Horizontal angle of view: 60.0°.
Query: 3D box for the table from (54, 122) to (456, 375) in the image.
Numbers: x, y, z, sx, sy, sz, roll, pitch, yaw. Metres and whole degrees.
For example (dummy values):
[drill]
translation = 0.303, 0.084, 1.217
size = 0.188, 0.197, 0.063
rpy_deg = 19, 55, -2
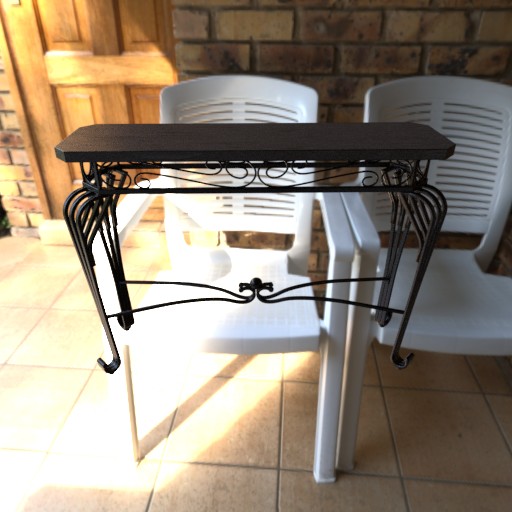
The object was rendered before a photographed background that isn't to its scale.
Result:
[table]
translation = 0.000, 0.000, 1.472
size = 1.112, 0.800, 0.329
rpy_deg = -1, 30, -1
